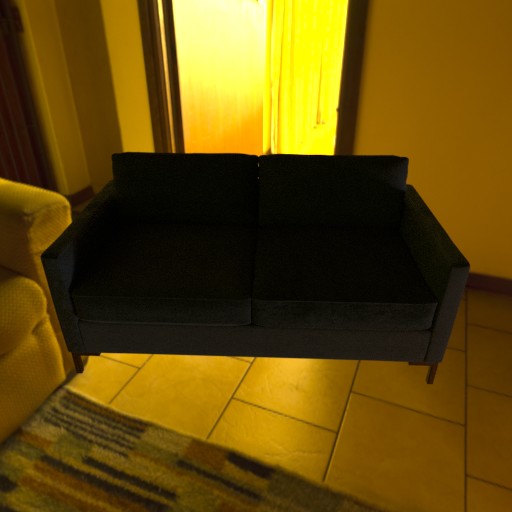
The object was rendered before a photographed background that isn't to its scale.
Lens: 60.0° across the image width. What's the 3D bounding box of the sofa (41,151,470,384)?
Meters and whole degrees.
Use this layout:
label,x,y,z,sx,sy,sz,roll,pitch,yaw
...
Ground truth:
label,x,y,z,sx,sy,sz,roll,pitch,yaw
sofa,0.000,0.000,2.140,1.676,0.817,0.875,1,30,2
